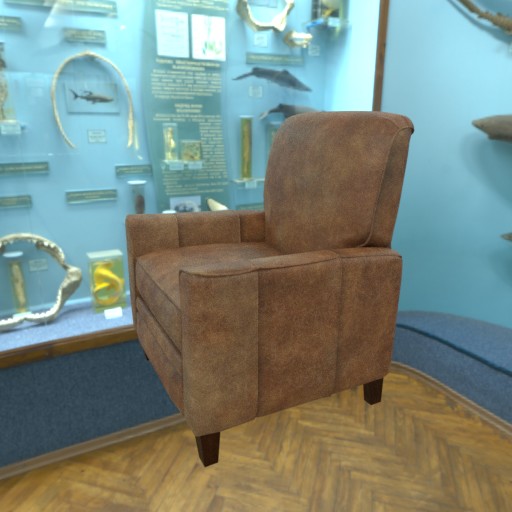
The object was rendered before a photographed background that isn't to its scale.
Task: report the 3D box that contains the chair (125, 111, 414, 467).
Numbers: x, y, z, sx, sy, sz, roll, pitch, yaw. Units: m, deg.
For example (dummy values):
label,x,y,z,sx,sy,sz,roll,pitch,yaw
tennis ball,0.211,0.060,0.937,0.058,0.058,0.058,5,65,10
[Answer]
label,x,y,z,sx,sy,sz,roll,pitch,yaw
chair,0.000,0.000,1.669,0.836,1.043,0.843,-9,19,-26
